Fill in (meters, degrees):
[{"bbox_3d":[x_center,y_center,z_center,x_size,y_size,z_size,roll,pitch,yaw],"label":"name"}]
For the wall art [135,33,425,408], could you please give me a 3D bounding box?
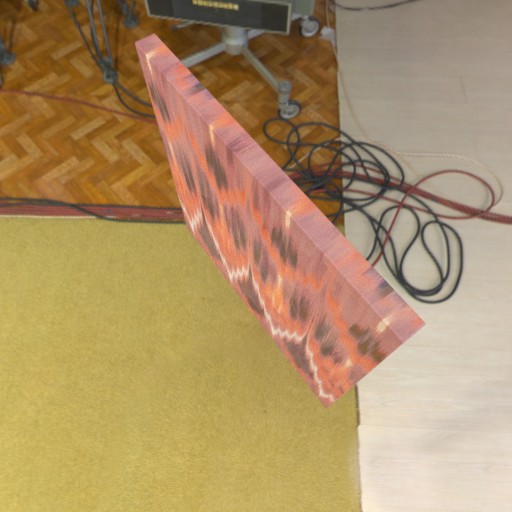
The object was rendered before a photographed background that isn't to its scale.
[{"bbox_3d":[0.000,0.000,0.879,0.037,0.609,0.603,-34,69,-15],"label":"wall art"}]
